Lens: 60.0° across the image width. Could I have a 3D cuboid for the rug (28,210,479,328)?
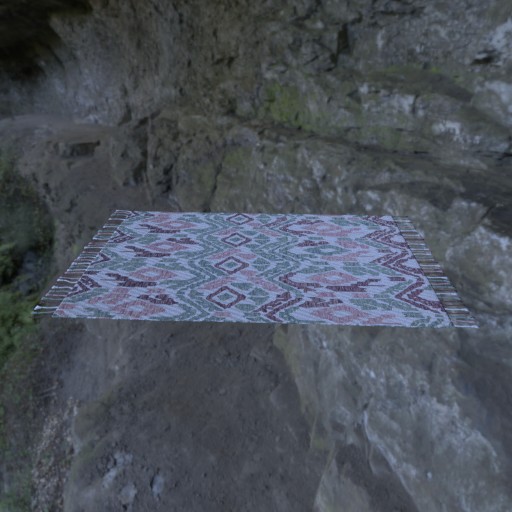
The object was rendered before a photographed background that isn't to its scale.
[{"bbox_3d":[0.000,0.000,3.021,2.438,0.011,1.524,1,28,2],"label":"rug"}]
